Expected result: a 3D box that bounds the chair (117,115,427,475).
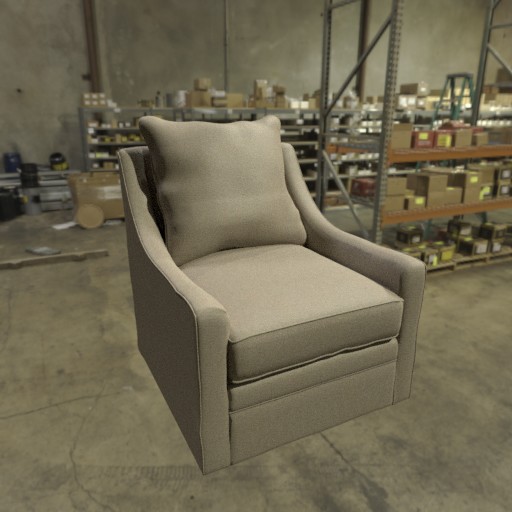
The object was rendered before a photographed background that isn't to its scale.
[{"bbox_3d":[0.000,0.000,1.568,0.760,0.942,0.876,-9,20,-26],"label":"chair"}]
